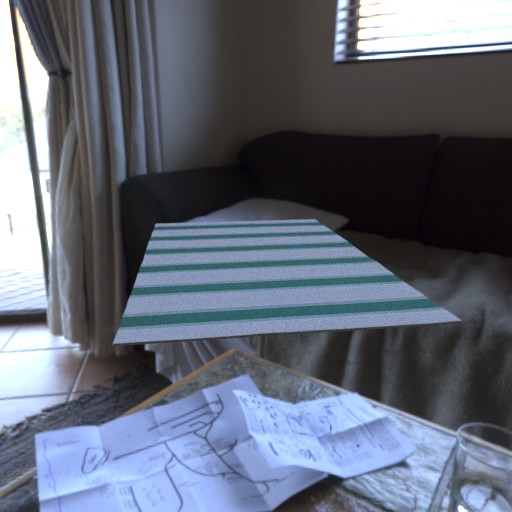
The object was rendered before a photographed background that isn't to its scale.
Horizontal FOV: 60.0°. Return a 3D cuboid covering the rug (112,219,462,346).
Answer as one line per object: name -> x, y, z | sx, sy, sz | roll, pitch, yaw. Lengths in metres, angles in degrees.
rug -> 0.000, 0.000, 3.038 | 1.521, 0.015, 2.436 | -2, 16, -8
